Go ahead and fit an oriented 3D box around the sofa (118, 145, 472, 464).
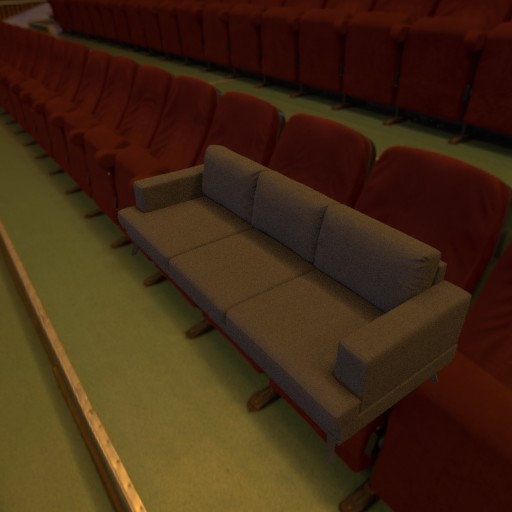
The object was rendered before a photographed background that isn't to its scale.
[{"bbox_3d":[0.000,0.000,2.773,0.920,0.810,2.310,-22,38,-30],"label":"sofa"}]
